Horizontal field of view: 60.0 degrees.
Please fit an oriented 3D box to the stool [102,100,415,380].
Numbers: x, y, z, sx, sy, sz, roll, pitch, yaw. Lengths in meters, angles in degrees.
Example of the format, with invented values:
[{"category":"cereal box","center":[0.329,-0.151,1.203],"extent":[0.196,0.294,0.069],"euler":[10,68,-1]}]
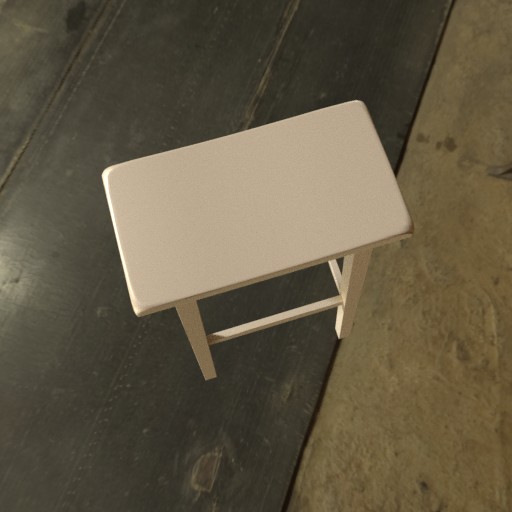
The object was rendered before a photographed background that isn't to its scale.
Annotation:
[{"category":"stool","center":[0.000,0.000,1.045],"extent":[0.457,0.737,0.476],"euler":[-16,77,-4]}]
